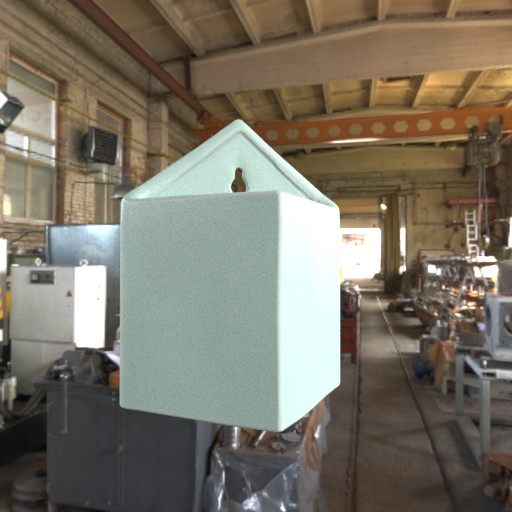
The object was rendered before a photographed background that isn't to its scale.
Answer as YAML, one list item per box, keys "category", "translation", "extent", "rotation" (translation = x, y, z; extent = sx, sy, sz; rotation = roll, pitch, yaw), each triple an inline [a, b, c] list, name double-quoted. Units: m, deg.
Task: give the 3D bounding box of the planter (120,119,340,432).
- category: "planter"
  translation: [0.000, 0.000, 0.285]
  extent: [0.164, 0.197, 0.079]
  rotation: [0, -1, -20]
